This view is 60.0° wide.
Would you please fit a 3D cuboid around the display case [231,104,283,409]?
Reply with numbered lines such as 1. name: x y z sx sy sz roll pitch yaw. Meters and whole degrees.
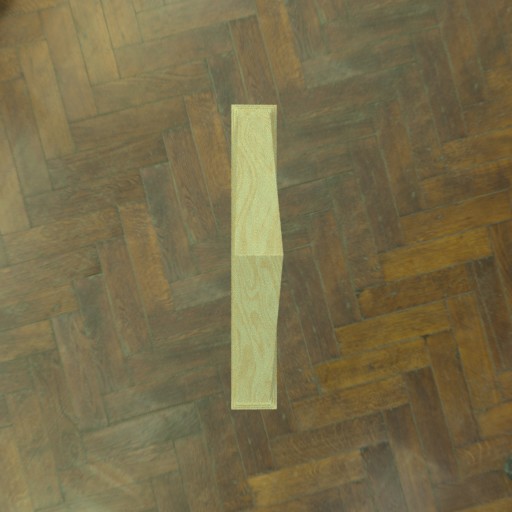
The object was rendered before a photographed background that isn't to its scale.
1. display case: 0.000 0.000 0.767 0.095 0.340 0.640 0 90 -1
